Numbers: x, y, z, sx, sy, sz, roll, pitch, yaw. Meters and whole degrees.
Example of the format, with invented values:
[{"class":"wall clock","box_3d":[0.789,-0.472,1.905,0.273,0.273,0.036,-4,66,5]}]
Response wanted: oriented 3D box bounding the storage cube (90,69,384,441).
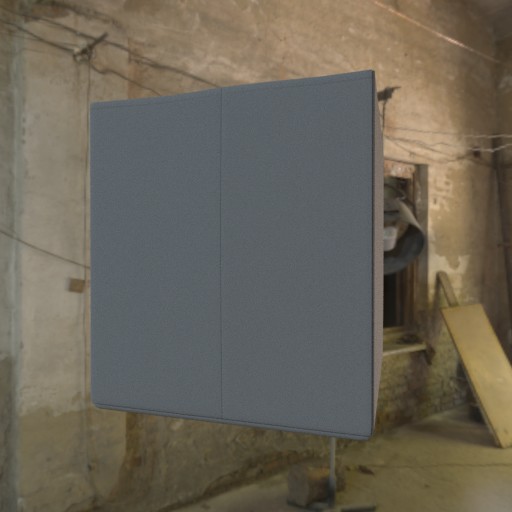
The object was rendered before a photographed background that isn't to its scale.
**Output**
[{"class":"storage cube","box_3d":[0.000,0.000,0.495,0.270,0.280,0.270,0,1,17]}]
